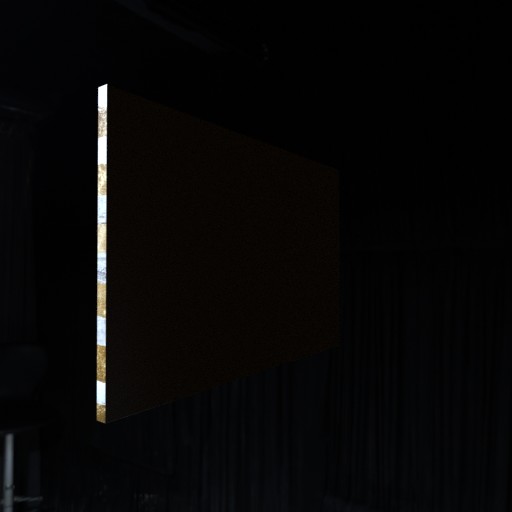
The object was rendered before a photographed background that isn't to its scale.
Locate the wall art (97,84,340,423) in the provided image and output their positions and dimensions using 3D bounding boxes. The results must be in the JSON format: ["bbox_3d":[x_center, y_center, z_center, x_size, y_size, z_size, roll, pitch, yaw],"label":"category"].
[{"bbox_3d":[0.000,0.000,1.177,0.027,0.610,0.932,-1,-1,37],"label":"wall art"}]
